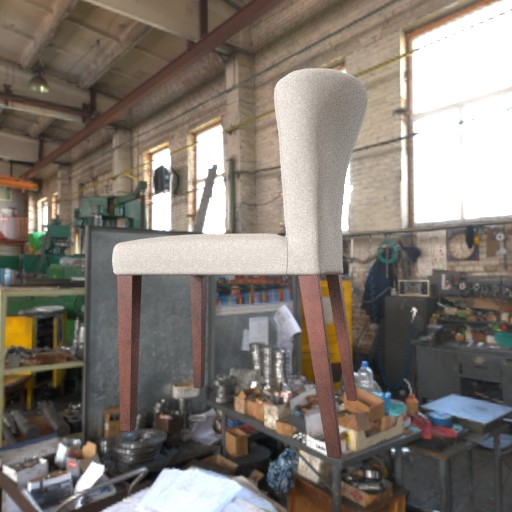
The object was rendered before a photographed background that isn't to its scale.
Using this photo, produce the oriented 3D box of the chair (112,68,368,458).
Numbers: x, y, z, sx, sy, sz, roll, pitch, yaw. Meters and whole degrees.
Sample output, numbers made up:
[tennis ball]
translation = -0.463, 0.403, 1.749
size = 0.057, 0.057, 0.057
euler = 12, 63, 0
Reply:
[chair]
translation = 0.000, 0.000, 1.193
size = 0.592, 0.839, 0.491
euler = -1, -2, 17
